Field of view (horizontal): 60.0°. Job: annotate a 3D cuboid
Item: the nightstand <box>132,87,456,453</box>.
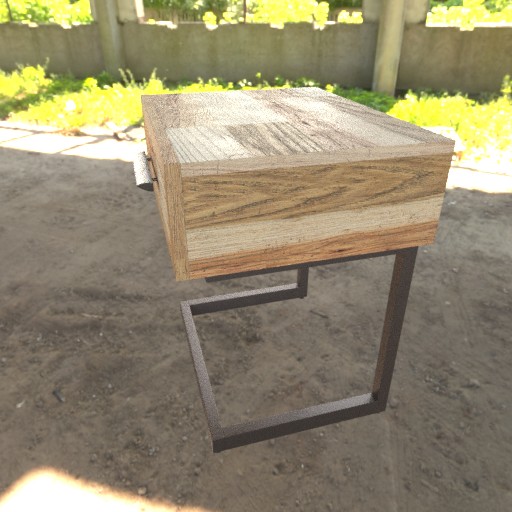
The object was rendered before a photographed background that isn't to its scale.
[{"bbox_3d":[0.000,0.000,1.009,0.481,0.632,0.558,-8,30,-14],"label":"nightstand"}]
